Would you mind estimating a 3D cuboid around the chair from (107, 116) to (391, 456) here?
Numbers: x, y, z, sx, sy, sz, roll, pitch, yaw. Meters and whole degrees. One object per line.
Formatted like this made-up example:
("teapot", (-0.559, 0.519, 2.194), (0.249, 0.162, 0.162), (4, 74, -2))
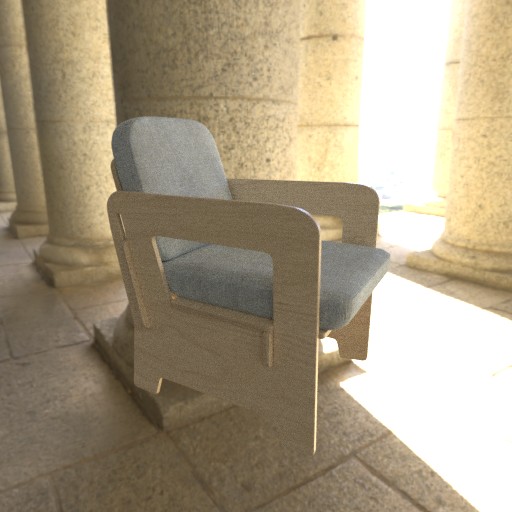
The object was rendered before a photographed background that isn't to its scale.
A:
("chair", (0.000, 0.000, 1.321), (0.710, 0.800, 0.590), (7, 16, 26))
